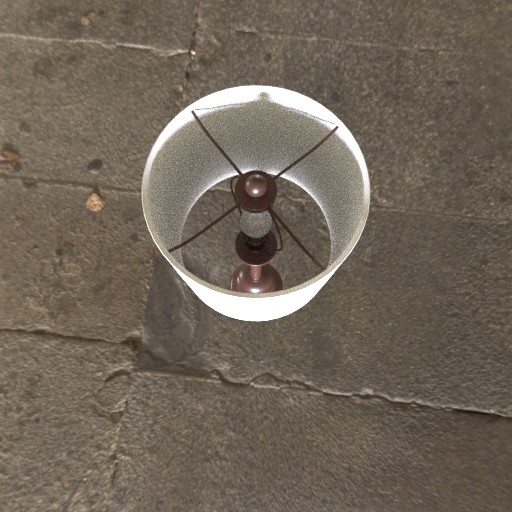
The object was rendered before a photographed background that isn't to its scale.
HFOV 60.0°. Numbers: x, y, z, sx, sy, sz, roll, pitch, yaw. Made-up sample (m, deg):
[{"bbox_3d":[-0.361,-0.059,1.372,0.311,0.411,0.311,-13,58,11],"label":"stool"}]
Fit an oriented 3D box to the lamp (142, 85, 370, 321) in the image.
[{"bbox_3d":[0.000,0.000,0.814,0.254,0.690,0.254,-37,79,-8],"label":"lamp"}]
